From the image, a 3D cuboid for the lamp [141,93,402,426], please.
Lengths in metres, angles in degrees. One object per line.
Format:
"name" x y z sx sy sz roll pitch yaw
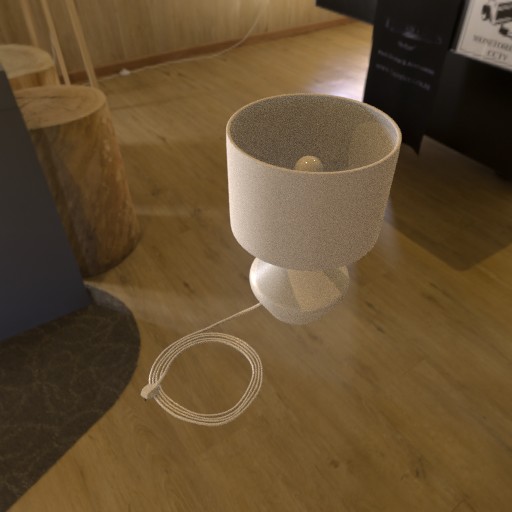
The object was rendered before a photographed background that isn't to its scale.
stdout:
"lamp" 0.000 0.000 0.870 0.546 0.457 0.401 -12 44 -13
